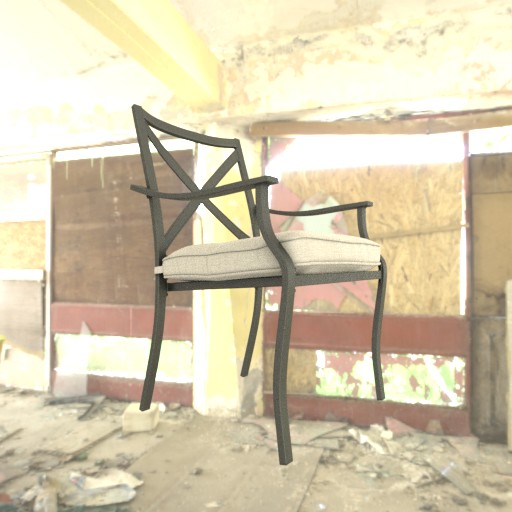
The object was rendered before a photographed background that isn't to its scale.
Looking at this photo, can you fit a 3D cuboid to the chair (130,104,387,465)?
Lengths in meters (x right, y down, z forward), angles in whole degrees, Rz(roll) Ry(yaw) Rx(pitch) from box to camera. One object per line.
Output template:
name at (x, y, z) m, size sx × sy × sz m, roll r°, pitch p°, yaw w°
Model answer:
chair at (0.000, 0.000, 1.327) m, size 0.620 × 0.889 × 0.575 m, roll 0°, pitch 0°, yaw 37°
